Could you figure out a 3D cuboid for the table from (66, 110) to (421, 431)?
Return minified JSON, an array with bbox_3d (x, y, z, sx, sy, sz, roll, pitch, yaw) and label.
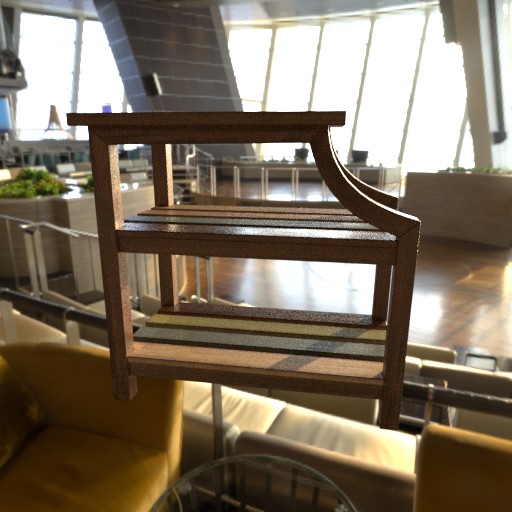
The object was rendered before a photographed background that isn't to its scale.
[{"bbox_3d":[0.000,0.000,0.965,0.609,0.584,0.356,3,16,10],"label":"table"}]
